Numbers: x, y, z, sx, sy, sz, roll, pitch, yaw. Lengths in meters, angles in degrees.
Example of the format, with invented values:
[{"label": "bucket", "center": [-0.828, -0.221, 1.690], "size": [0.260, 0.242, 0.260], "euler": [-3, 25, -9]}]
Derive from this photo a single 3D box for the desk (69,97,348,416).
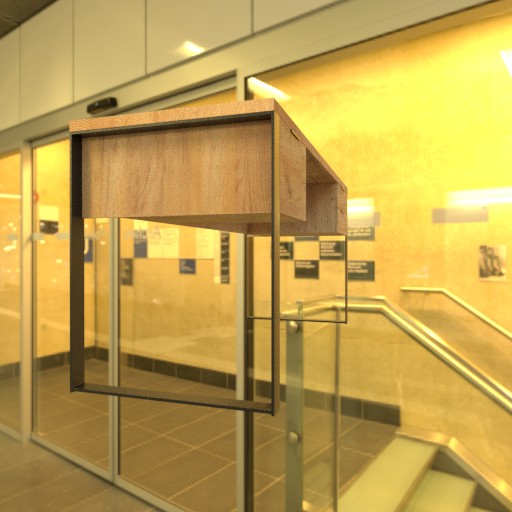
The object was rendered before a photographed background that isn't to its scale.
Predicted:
[{"label": "desk", "center": [0.000, 0.000, 1.869], "size": [0.600, 0.760, 1.520], "euler": [0, 0, 18]}]
